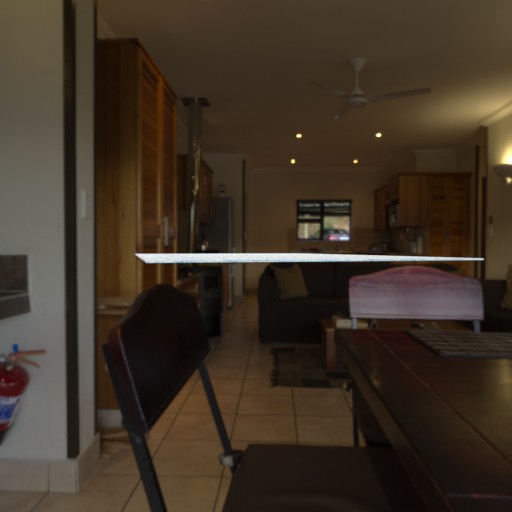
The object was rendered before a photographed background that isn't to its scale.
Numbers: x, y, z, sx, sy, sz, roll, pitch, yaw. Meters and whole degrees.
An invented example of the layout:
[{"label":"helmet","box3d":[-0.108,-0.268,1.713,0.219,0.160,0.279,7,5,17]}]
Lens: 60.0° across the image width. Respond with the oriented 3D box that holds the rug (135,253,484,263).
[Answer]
[{"label":"rug","box3d":[0.000,0.000,2.225,1.142,0.006,1.752,0,1,-16]}]
